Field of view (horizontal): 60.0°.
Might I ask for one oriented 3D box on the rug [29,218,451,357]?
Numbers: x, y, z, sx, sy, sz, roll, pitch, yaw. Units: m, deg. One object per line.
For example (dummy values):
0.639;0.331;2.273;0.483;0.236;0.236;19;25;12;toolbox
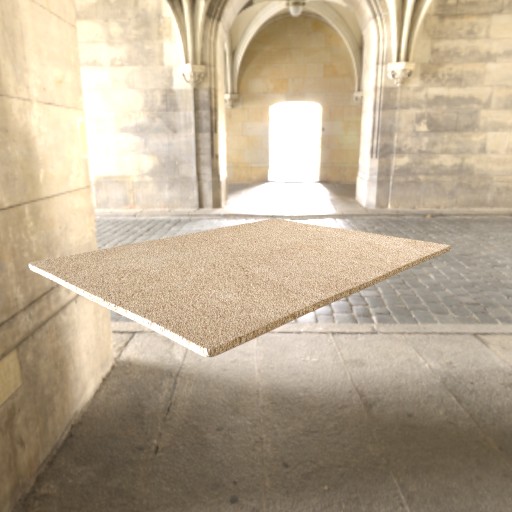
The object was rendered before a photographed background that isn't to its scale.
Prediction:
0.000;0.000;2.062;1.199;0.025;1.600;13;20;42;rug
